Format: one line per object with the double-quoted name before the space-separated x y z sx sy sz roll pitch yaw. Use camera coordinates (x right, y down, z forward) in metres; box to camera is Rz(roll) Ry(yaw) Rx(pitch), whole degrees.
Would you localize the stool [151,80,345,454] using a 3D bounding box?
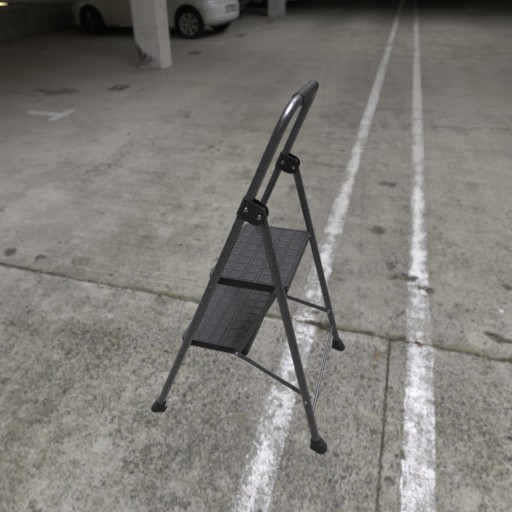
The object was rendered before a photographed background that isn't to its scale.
"stool" 0.000 0.000 1.187 0.514 0.872 0.450 8 31 14
